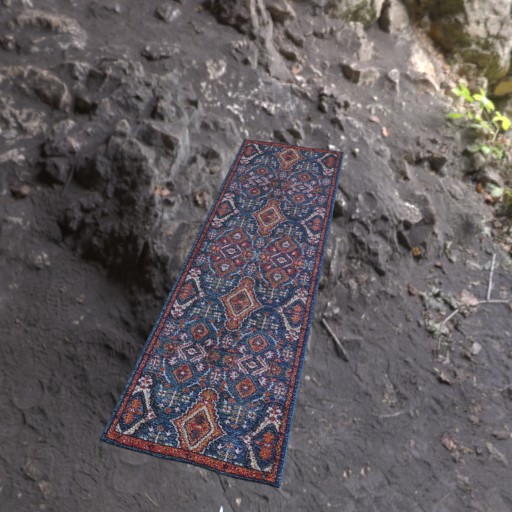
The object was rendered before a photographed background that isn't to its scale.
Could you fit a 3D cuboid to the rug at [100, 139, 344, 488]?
[{"bbox_3d":[0.000,0.000,2.662,0.801,0.010,2.459,10,48,9],"label":"rug"}]
